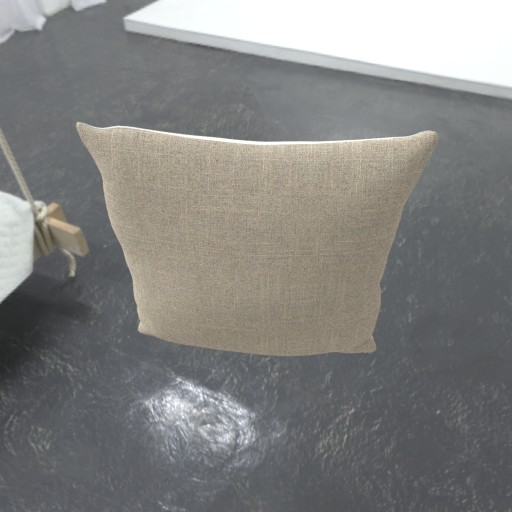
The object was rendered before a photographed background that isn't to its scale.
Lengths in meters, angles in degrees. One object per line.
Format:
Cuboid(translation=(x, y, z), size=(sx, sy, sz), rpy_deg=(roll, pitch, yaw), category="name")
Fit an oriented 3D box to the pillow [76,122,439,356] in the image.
Cuboid(translation=(0.000, 0.000, 0.673), size=(0.439, 0.440, 0.182), rpy_deg=(3, 46, 3), category="pillow")
